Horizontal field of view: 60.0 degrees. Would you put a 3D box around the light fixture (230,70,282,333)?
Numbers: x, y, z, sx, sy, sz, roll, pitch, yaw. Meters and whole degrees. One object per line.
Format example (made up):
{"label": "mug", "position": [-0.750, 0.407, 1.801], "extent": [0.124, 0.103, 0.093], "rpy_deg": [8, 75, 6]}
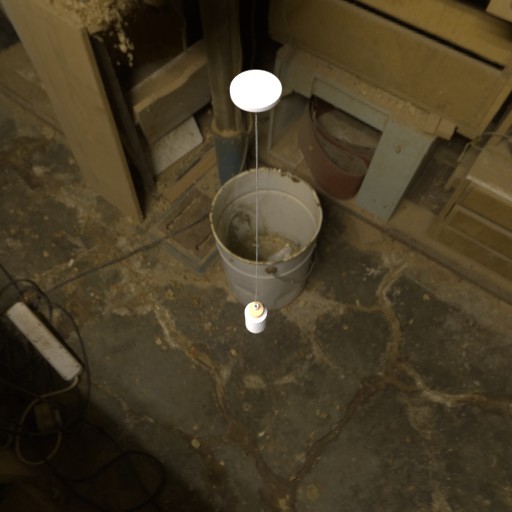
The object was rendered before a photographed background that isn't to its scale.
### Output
{"label": "light fixture", "position": [0.000, 0.000, 1.868], "extent": [0.125, 1.798, 0.125], "rpy_deg": [35, 68, 16]}
